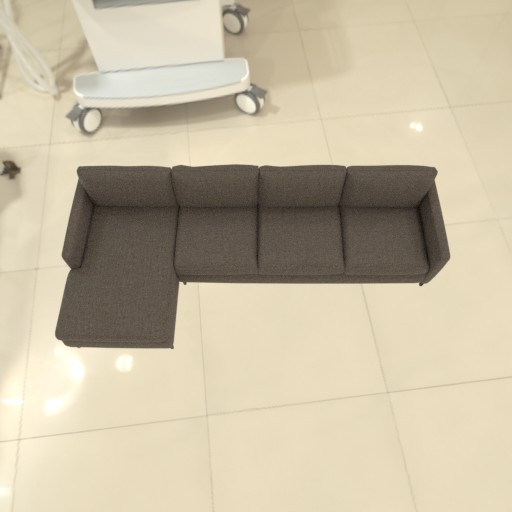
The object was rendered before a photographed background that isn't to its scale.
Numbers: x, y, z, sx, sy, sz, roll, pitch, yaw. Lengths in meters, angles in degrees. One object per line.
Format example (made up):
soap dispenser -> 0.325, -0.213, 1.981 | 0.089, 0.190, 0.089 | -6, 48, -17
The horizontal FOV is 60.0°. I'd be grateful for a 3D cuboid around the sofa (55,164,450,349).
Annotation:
sofa -> 0.000, 0.000, 3.242 | 2.731, 0.754, 1.258 | 0, 64, 0
